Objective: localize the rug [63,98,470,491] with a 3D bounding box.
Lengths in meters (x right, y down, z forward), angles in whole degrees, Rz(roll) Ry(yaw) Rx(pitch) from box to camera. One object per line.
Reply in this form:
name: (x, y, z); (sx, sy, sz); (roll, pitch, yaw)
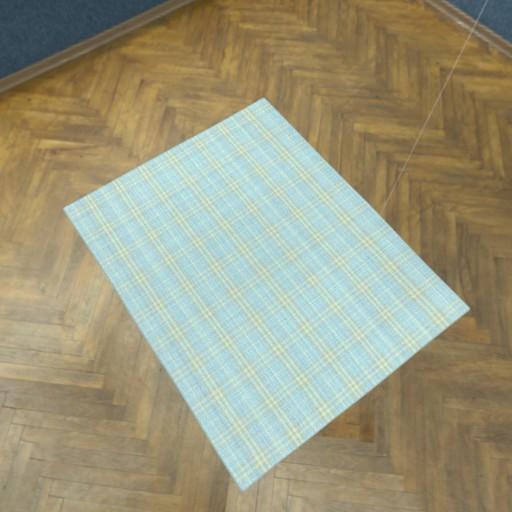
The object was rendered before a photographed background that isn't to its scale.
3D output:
rug: (0.000, 0.000, 4.126); (2.462, 0.030, 3.066); (-33, 69, -14)
